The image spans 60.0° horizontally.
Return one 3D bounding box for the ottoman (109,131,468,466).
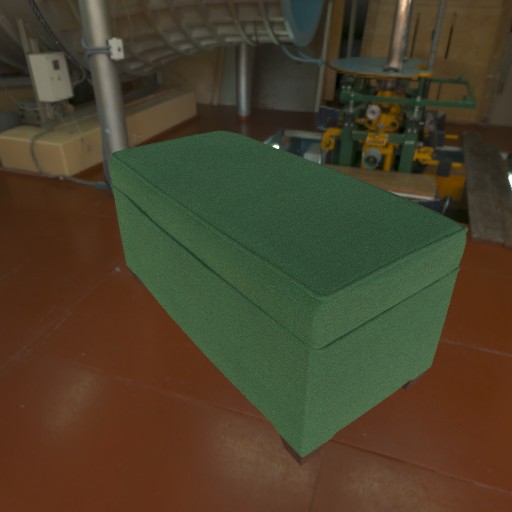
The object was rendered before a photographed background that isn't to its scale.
[{"bbox_3d":[0.000,0.000,1.233,0.483,0.471,0.957,-21,37,-30],"label":"ottoman"}]
